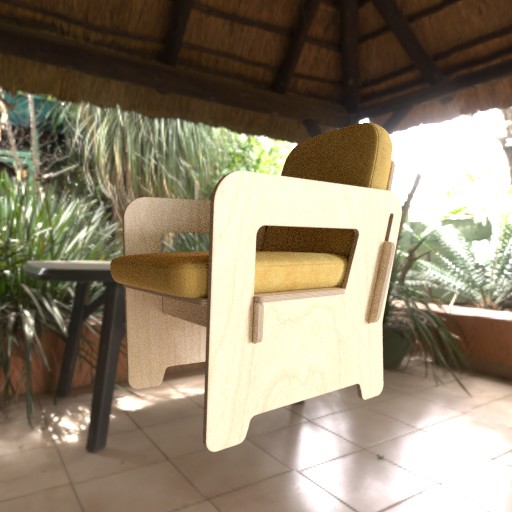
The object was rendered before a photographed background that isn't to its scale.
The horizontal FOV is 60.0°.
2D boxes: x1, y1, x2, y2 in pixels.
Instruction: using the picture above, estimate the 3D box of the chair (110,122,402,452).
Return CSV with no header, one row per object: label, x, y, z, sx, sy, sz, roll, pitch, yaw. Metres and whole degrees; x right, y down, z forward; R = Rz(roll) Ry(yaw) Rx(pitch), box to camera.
chair,0.000,0.000,1.273,0.710,0.800,0.590,-1,1,-34
